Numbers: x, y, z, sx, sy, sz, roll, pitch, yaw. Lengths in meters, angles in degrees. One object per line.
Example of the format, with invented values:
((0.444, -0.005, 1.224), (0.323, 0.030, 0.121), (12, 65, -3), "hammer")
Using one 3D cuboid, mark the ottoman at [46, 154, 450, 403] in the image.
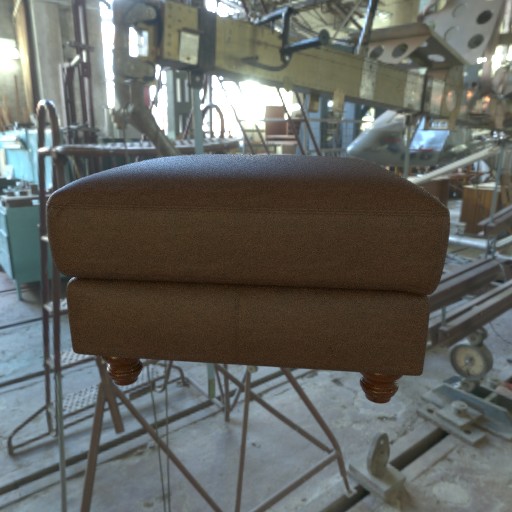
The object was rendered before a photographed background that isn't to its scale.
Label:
((0.000, 0.000, 1.143), (0.787, 0.508, 0.635), (2, 15, 7), "ottoman")
